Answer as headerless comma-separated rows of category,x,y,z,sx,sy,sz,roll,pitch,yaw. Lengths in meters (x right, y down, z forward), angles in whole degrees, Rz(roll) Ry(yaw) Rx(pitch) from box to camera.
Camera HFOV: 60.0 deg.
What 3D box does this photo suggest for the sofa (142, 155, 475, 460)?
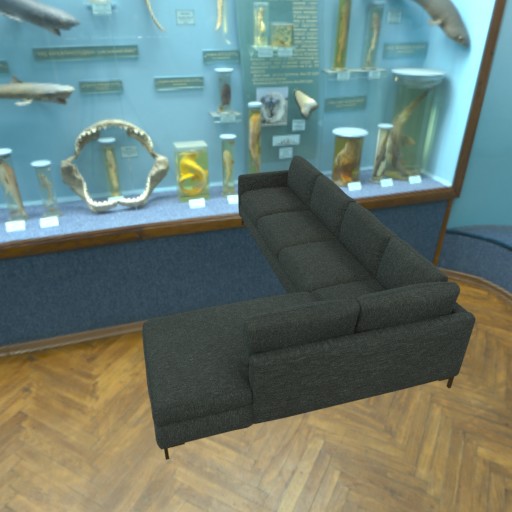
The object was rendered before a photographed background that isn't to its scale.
sofa,0.000,0.000,3.783,2.007,0.815,2.949,-8,31,-14
